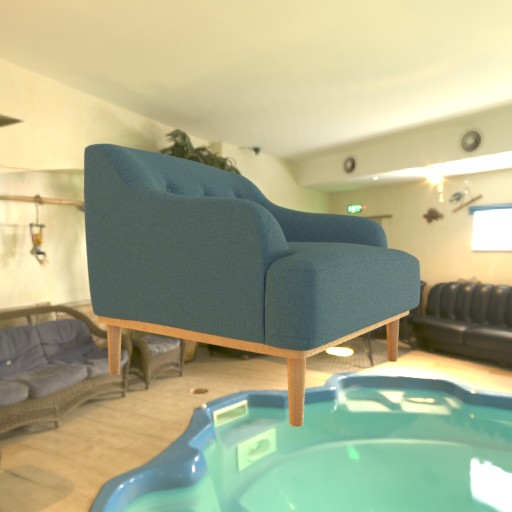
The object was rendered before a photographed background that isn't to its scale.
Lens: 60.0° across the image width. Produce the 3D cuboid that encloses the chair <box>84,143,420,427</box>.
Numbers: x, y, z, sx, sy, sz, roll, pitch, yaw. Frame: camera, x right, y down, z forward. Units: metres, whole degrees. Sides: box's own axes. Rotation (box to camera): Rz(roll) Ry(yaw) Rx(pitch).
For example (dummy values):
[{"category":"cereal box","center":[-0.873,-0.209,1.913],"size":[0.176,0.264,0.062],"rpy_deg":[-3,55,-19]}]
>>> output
[{"category":"chair","center":[0.000,0.000,1.625],"size":[0.951,0.818,0.946],"rpy_deg":[1,1,35]}]
